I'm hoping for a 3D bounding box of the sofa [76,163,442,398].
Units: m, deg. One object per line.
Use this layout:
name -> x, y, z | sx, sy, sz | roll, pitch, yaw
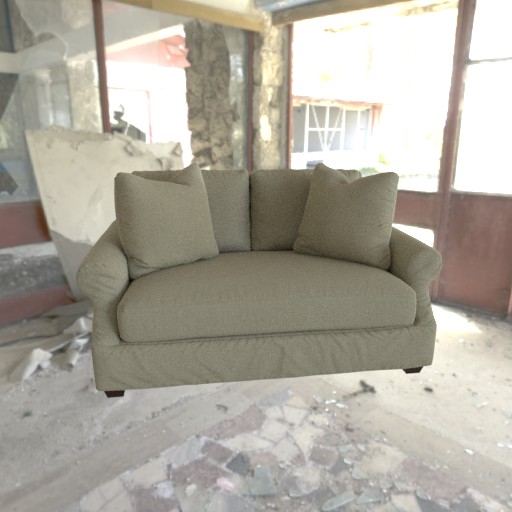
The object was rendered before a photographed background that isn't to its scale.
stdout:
sofa -> 0.000, 0.000, 2.220 | 1.550, 0.905, 1.070 | -2, 15, -8
